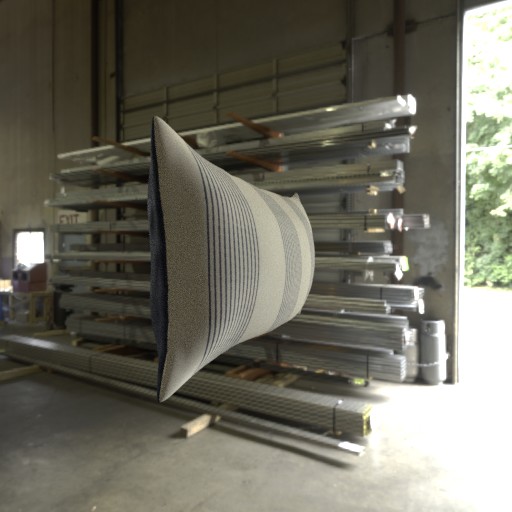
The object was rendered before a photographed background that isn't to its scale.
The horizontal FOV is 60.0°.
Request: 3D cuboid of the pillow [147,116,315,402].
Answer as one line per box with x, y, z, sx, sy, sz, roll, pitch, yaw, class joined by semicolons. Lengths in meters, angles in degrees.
0.000;0.000;0.730;0.151;0.287;0.610;0;1;19;pillow
